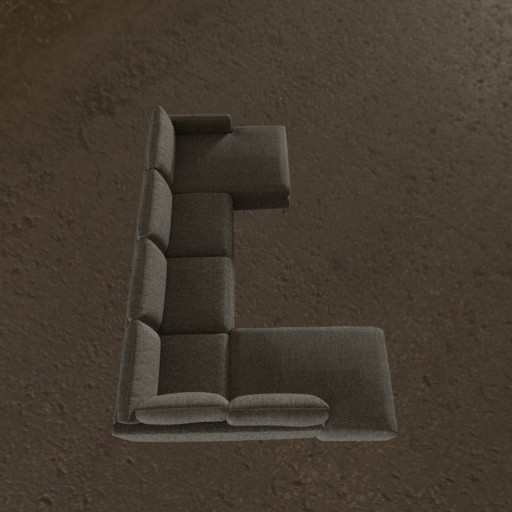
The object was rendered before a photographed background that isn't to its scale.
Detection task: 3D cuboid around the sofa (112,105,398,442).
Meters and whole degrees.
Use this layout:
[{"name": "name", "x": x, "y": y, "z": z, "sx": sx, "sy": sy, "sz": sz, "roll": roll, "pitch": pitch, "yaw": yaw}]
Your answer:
[{"name": "sofa", "x": 0.000, "y": 0.000, "z": 3.549, "sx": 1.879, "sy": 0.756, "sz": 2.737, "roll": -1, "pitch": 63, "yaw": 0}]
